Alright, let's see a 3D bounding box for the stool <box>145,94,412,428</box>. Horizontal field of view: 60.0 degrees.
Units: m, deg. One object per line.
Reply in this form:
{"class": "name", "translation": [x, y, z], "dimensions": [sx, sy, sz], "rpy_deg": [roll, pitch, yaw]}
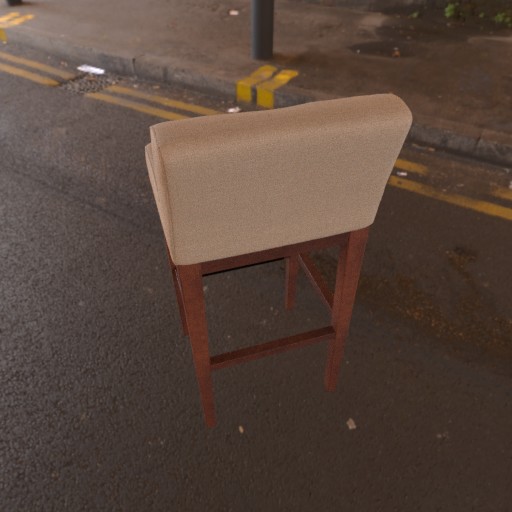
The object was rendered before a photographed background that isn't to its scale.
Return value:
{"class": "stool", "translation": [0.000, 0.000, 1.301], "dimensions": [0.511, 1.037, 0.500], "rpy_deg": [-12, 43, -13]}
